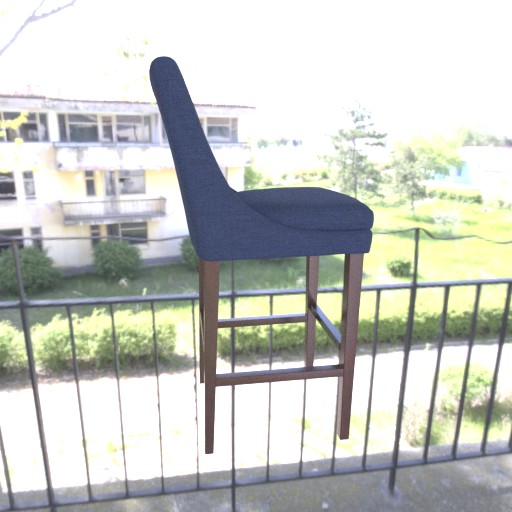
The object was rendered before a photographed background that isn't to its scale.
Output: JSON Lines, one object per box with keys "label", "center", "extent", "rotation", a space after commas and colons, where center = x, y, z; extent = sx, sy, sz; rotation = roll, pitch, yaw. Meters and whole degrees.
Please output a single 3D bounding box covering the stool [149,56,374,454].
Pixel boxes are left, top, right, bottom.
{"label": "stool", "center": [0.000, 0.000, 1.376], "extent": [0.577, 1.078, 0.470], "rotation": [-3, 16, -9]}
